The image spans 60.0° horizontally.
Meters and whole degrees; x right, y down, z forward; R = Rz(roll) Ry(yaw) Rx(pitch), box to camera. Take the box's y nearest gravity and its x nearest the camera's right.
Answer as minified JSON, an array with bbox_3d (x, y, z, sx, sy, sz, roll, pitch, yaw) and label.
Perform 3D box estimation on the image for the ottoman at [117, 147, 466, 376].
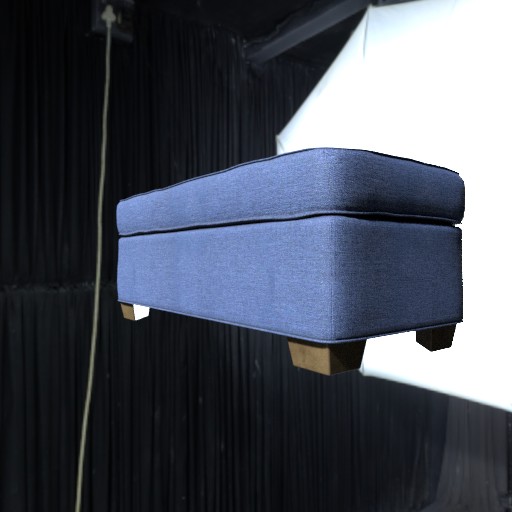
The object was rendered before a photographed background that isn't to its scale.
[{"bbox_3d":[0.000,0.000,1.377,0.515,0.460,1.110,0,-1,-37],"label":"ottoman"}]
